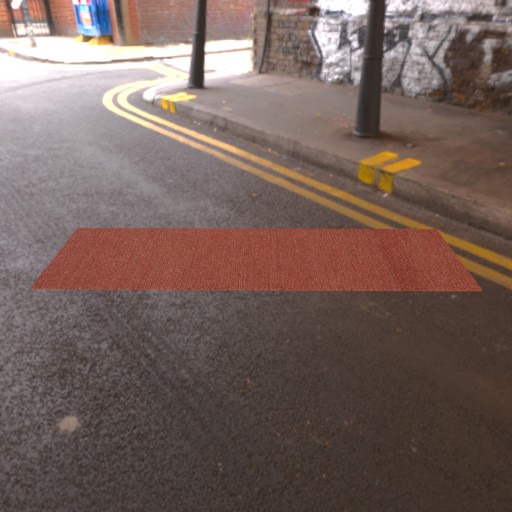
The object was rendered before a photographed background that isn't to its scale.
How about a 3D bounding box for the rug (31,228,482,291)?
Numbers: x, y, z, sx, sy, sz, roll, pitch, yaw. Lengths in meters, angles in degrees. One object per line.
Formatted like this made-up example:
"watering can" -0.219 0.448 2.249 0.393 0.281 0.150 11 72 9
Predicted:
"rug" 0.000 0.000 2.550 2.307 0.012 0.687 0 30 0
